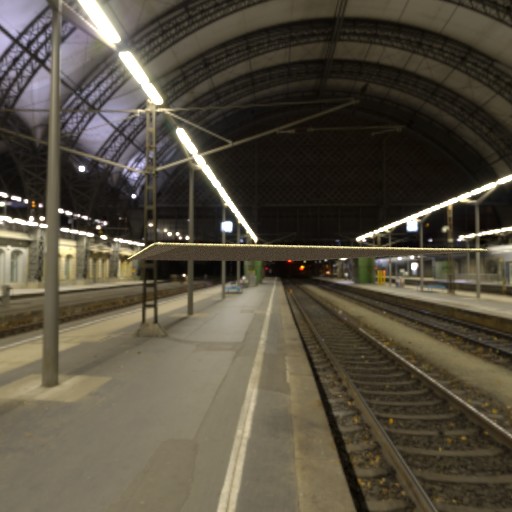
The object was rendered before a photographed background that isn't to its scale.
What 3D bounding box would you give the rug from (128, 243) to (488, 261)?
[{"bbox_3d":[0.000,0.000,2.367,1.250,0.015,1.850,1,-2,-18],"label":"rug"}]
